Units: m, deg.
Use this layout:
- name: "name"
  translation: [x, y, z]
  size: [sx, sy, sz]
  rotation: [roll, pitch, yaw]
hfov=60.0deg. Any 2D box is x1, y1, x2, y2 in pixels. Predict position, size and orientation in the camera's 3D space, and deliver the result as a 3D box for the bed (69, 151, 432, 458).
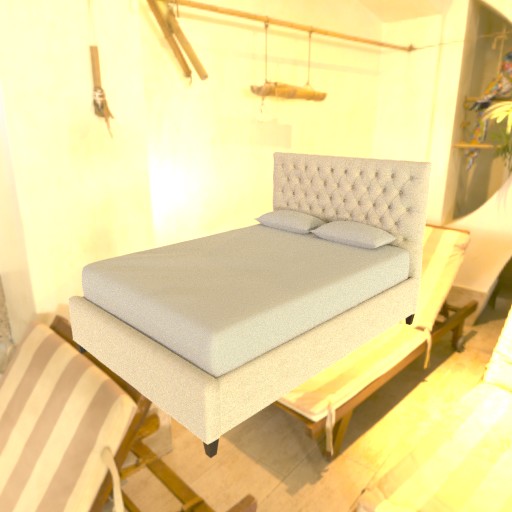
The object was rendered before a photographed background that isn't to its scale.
- name: "bed"
  translation: [0.000, 0.000, 3.518]
  size: [1.698, 1.427, 2.387]
  rotation: [16, 24, 42]
